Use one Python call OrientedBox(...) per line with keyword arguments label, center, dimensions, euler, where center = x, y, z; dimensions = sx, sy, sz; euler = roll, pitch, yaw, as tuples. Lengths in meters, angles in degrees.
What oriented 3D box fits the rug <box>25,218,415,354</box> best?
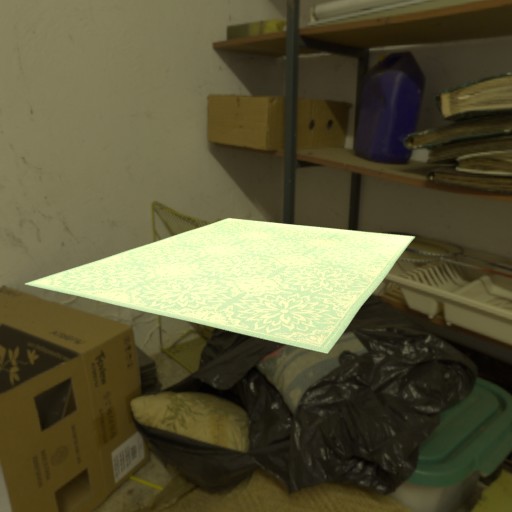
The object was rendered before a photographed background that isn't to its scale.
OrientedBox(label="rug", center=(0.000, 0.000, 4.069), dimensions=(2.363, 0.012, 2.980), euler=(8, 17, 26))
